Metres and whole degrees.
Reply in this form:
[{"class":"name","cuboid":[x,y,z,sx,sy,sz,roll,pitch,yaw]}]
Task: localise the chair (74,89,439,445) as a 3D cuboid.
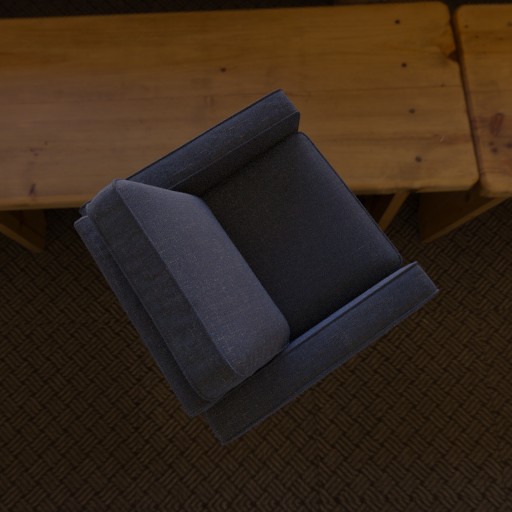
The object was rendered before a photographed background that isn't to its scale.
[{"class":"chair","cuboid":[0.000,0.000,1.699,0.940,0.919,1.017,-33,78,-8]}]
